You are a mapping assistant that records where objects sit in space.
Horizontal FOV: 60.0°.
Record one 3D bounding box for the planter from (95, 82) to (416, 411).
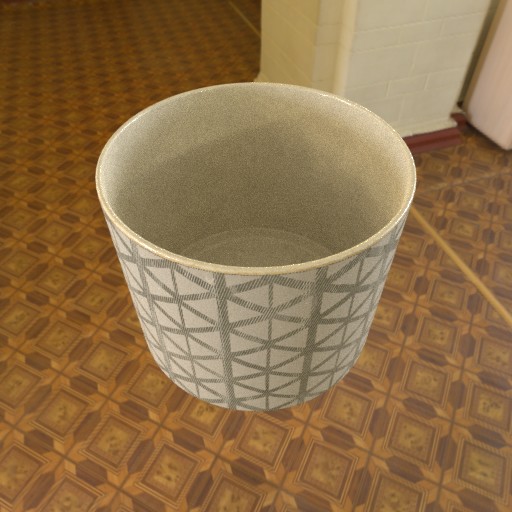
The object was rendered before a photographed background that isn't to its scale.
[{"bbox_3d":[0.000,0.000,0.441,0.250,0.239,0.250,0,47,0],"label":"planter"}]
